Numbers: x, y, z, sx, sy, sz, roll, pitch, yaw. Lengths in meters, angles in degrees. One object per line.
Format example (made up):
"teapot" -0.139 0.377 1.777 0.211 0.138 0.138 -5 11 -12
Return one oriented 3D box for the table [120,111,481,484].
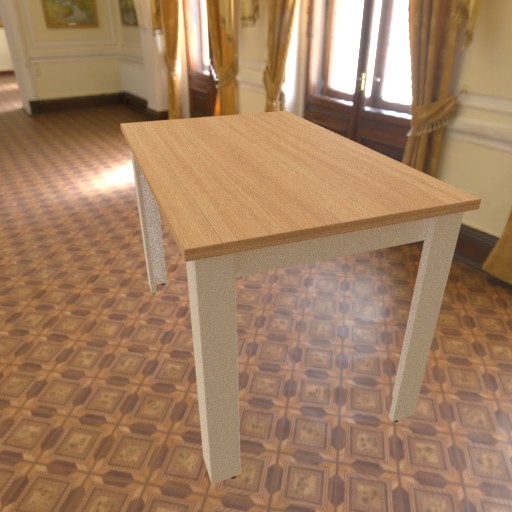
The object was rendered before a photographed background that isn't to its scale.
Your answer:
"table" 0.000 0.000 1.544 0.700 0.734 1.100 -10 31 -18
